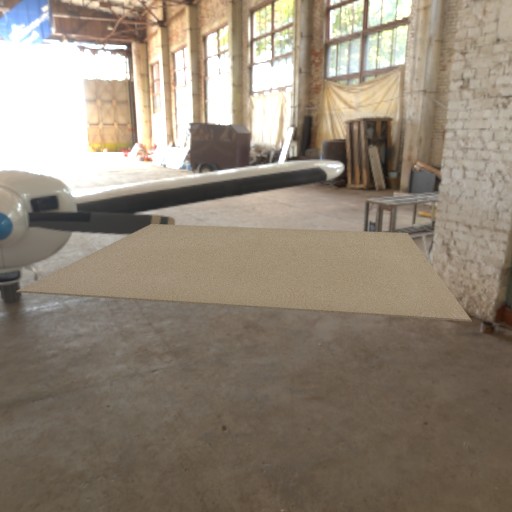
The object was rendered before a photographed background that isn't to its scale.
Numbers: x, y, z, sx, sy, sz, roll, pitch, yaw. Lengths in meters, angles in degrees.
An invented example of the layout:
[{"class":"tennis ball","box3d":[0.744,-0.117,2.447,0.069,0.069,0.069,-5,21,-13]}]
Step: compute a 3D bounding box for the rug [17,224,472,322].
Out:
[{"class":"rug","box3d":[0.000,0.000,3.447,2.584,0.011,2.073,3,16,9]}]
